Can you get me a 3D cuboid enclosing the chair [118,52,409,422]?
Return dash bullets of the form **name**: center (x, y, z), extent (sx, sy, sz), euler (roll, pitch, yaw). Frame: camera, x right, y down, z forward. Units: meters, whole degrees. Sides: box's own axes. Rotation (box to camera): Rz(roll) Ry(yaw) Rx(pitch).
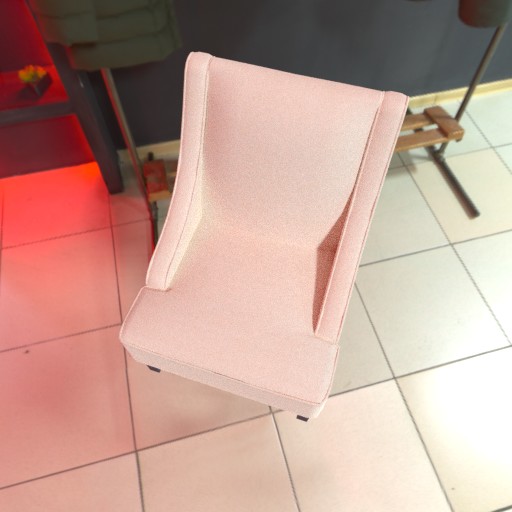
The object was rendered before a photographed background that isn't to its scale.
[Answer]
- **chair**: center (0.000, 0.000, 1.488), extent (0.689, 0.886, 0.806), euler (15, 60, 9)
